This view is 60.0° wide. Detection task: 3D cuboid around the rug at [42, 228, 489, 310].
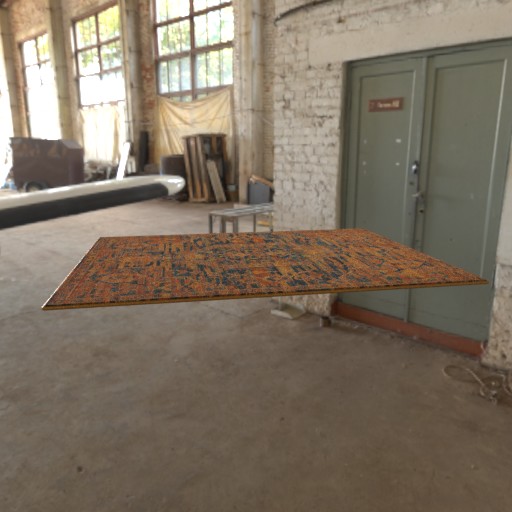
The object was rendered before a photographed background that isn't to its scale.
[{"bbox_3d":[0.000,0.000,2.890,2.204,0.024,1.588,-2,14,-10],"label":"rug"}]
